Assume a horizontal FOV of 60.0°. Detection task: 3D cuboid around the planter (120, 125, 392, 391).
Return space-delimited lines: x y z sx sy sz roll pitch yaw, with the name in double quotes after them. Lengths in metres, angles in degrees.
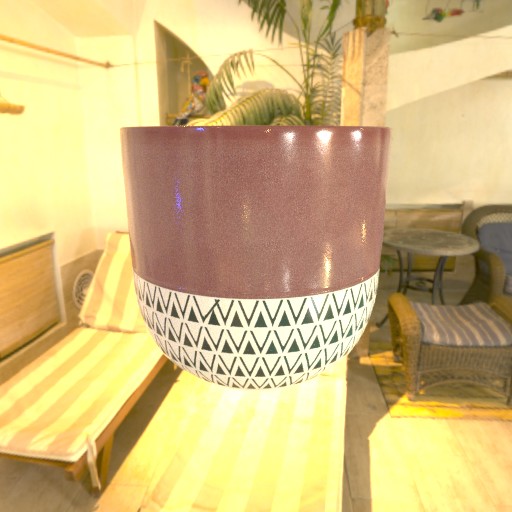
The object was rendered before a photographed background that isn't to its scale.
0.000 0.000 0.485 0.266 0.270 0.266 0 15 0 "planter"
